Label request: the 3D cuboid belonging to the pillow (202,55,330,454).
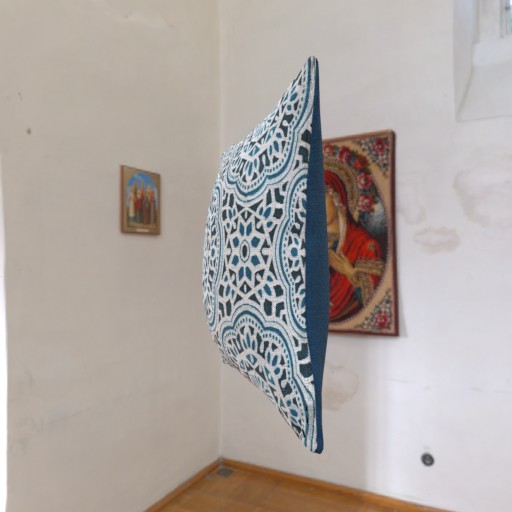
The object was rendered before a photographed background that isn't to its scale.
[{"bbox_3d":[0.000,0.000,0.670,0.145,0.420,0.440,0,0,-17],"label":"pillow"}]
